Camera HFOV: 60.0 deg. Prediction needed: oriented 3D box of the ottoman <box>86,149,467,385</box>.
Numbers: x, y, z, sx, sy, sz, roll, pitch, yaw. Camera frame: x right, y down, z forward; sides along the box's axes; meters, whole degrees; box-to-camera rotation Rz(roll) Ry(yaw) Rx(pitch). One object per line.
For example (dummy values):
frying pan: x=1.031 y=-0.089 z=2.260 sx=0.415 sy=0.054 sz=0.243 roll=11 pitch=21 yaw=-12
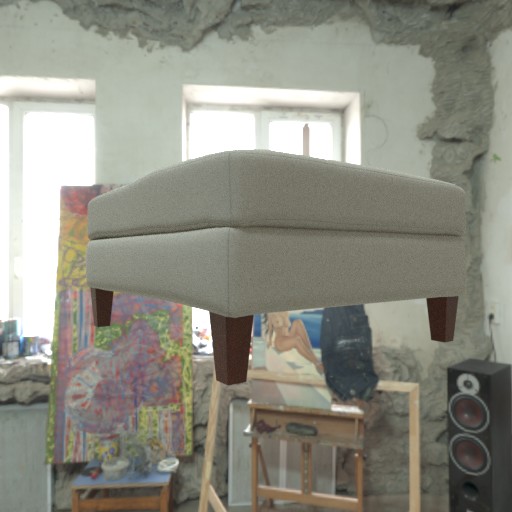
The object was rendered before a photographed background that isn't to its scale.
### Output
ottoman: x=0.000 y=0.000 z=1.425 sx=0.836 sy=0.492 sz=0.976 roll=0 pitch=0 yaw=-36
